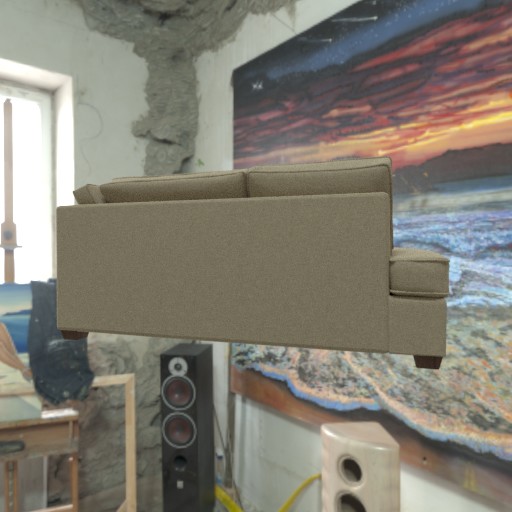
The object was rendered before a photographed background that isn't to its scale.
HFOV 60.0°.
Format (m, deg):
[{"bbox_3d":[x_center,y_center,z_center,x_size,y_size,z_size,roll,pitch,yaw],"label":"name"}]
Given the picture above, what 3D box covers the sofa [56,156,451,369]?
[{"bbox_3d":[0.000,0.000,2.865,2.237,1.033,1.110,0,1,19],"label":"sofa"}]
